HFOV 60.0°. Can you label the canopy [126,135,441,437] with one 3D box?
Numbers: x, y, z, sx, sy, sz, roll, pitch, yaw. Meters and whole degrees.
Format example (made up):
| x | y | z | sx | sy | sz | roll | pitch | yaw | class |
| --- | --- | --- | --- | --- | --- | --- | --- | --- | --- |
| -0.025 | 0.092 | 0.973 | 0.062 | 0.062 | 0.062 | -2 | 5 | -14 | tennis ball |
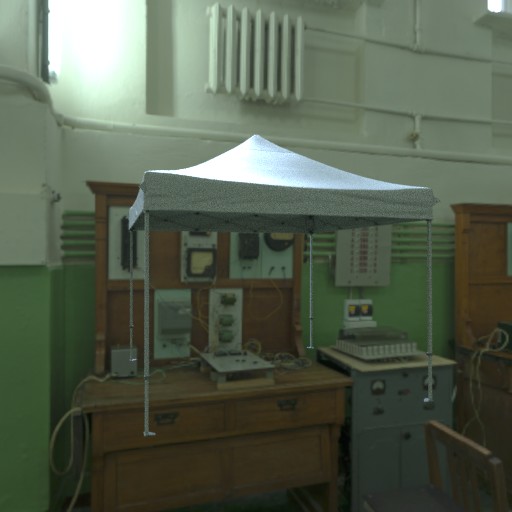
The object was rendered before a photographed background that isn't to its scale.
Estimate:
| x | y | z | sx | sy | sz | roll | pitch | yaw | class |
| --- | --- | --- | --- | --- | --- | --- | --- | --- | --- |
| 0.000 | 0.000 | 5.486 | 2.994 | 2.998 | 2.996 | 0 | 0 | -18 | canopy |
